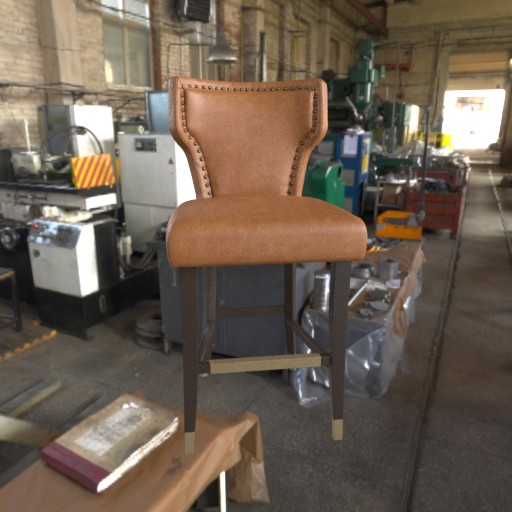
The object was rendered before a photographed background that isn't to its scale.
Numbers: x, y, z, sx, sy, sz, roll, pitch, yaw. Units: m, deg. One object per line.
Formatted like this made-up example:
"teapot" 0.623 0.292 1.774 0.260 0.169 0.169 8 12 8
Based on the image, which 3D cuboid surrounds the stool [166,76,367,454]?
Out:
"stool" 0.000 0.000 1.408 0.526 1.092 0.563 -2 16 -7
